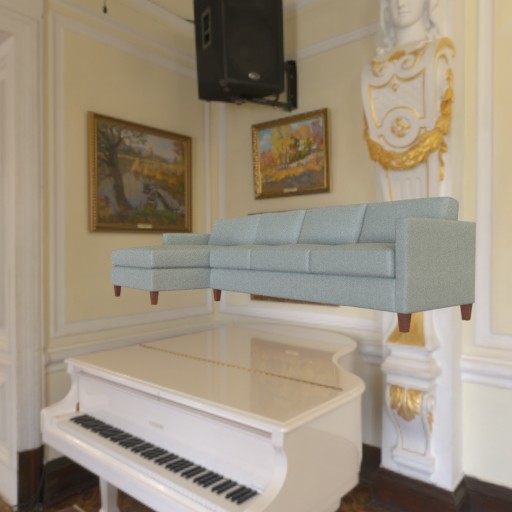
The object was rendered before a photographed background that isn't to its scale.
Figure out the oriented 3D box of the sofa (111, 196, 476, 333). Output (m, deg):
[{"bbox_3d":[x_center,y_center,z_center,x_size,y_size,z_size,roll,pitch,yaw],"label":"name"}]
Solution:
[{"bbox_3d":[0.000,0.000,4.233,1.600,0.953,3.470,-1,1,-38],"label":"sofa"}]
